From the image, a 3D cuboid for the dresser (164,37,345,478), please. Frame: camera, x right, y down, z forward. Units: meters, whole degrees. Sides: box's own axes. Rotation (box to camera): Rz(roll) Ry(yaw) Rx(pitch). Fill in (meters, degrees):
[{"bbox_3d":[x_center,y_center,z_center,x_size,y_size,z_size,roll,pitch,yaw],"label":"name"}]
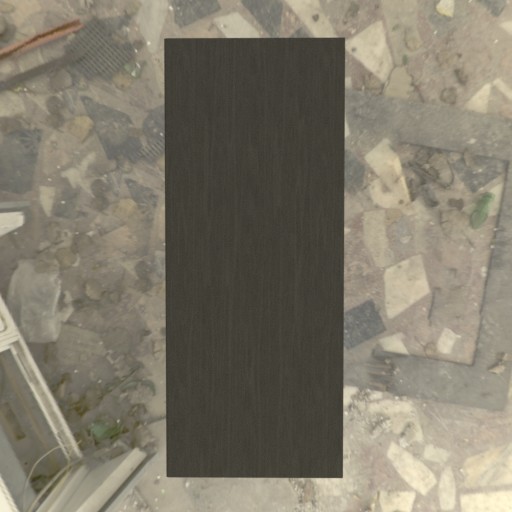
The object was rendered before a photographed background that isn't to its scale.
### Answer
[{"bbox_3d":[0.000,0.000,1.407,0.404,0.816,0.994,0,91,0],"label":"dresser"}]
